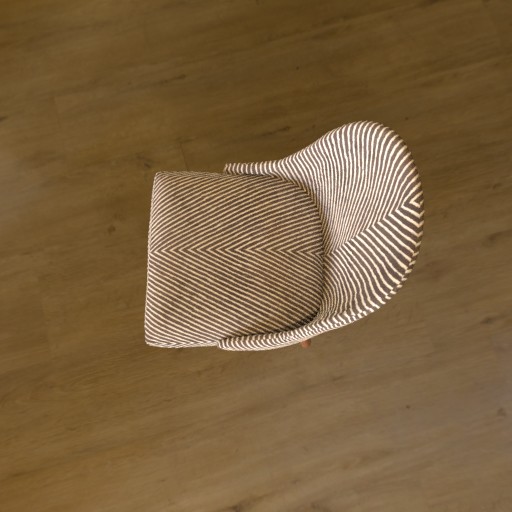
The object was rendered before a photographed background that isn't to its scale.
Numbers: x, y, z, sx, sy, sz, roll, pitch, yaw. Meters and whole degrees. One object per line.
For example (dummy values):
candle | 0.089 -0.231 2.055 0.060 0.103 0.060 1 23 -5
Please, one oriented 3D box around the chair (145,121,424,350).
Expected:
chair | 0.000 0.000 1.207 0.591 0.883 0.504 0 77 0
